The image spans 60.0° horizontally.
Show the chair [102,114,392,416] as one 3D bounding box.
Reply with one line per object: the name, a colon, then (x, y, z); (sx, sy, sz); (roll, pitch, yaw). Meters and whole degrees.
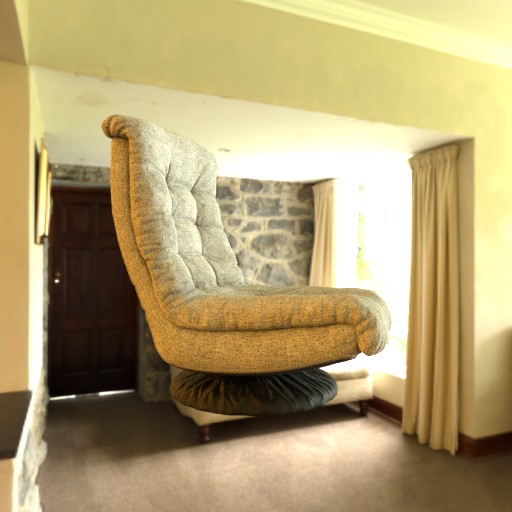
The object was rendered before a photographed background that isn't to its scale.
chair: (0.000, 0.000, 0.993); (0.583, 0.600, 0.400); (0, 0, 17)
